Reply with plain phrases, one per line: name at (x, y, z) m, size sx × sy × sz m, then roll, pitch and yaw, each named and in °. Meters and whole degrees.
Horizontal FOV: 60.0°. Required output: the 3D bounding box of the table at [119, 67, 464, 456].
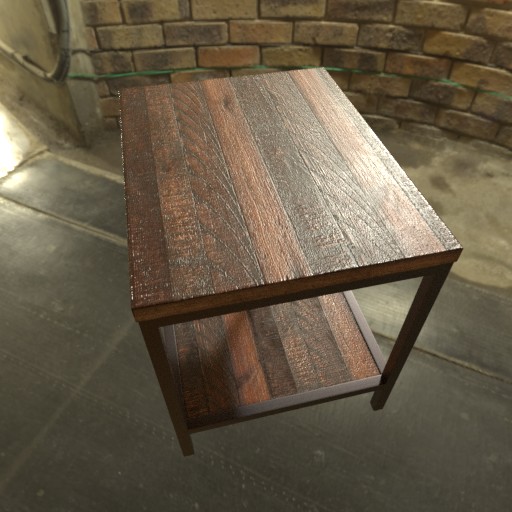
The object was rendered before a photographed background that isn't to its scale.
table at (0.000, 0.000, 1.116) m, size 0.524 × 0.612 × 0.678 m, roll -10°, pitch 48°, yaw -9°
